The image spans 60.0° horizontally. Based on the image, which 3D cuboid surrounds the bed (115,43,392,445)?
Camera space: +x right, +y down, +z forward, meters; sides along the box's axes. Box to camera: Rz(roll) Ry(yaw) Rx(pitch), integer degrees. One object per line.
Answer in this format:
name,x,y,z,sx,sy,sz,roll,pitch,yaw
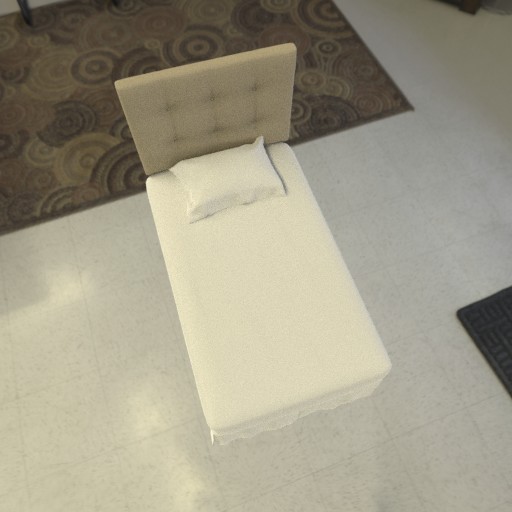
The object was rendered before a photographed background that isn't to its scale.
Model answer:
bed,0.000,0.000,2.953,1.261,1.571,1.997,-16,64,-8
